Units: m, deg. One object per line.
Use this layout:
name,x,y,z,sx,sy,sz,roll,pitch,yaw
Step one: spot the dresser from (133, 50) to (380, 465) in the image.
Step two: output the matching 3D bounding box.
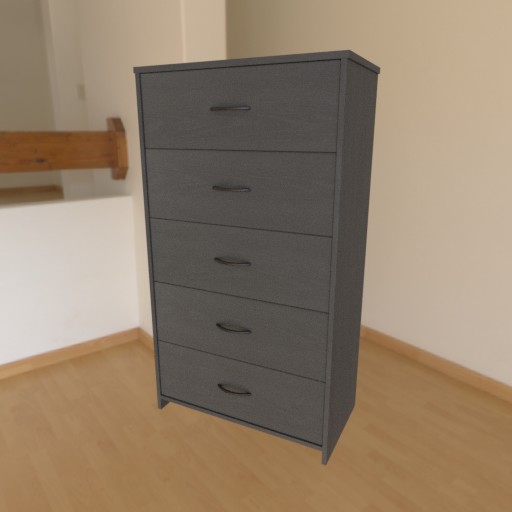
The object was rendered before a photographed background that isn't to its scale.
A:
dresser,0.000,0.000,1.587,0.704,1.255,0.399,8,18,26
